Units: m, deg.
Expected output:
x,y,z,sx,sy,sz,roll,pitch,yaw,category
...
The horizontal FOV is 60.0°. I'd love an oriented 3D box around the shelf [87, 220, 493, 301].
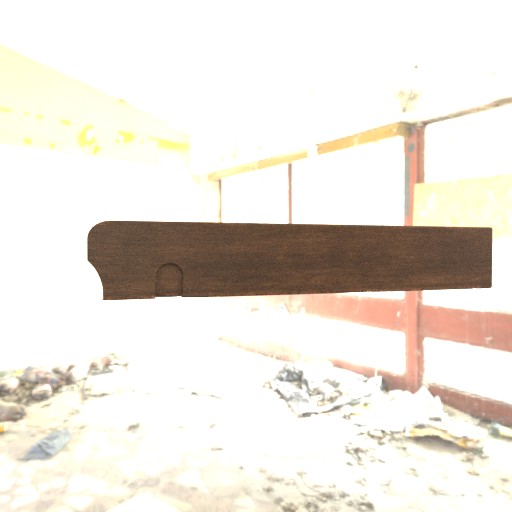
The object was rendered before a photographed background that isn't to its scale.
x,y,z,sx,sy,sz,roll,pitch,yaw,category
0.000,0.000,0.463,0.310,0.050,0.310,0,1,-17,shelf
